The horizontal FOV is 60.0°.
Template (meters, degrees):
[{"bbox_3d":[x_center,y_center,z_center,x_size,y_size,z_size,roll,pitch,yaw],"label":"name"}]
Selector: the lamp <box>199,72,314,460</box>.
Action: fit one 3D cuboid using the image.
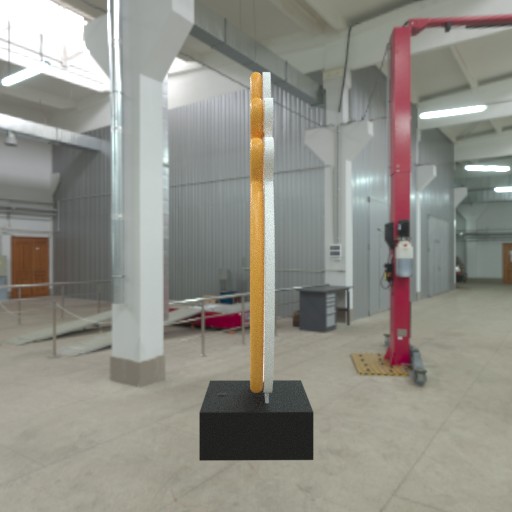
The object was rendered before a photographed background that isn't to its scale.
[{"bbox_3d":[0.000,0.000,0.387,0.088,0.317,0.167,0,0,-1],"label":"lamp"}]
